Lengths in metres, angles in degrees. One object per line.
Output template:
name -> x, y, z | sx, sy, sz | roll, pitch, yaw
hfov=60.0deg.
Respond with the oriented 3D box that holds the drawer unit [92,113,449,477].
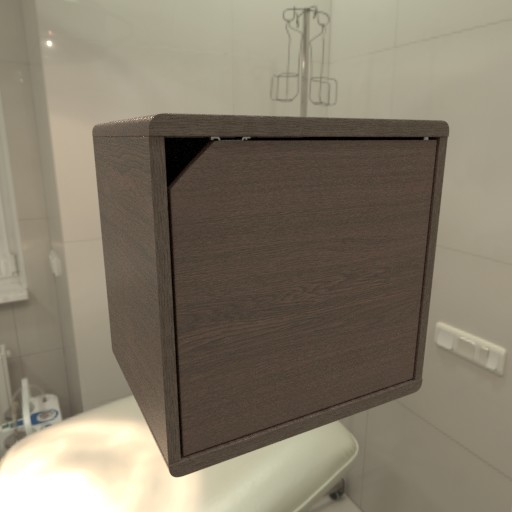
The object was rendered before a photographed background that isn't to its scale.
drawer unit -> 0.000, 0.000, 0.590 | 0.344, 0.344, 0.290 | -8, 17, -27
